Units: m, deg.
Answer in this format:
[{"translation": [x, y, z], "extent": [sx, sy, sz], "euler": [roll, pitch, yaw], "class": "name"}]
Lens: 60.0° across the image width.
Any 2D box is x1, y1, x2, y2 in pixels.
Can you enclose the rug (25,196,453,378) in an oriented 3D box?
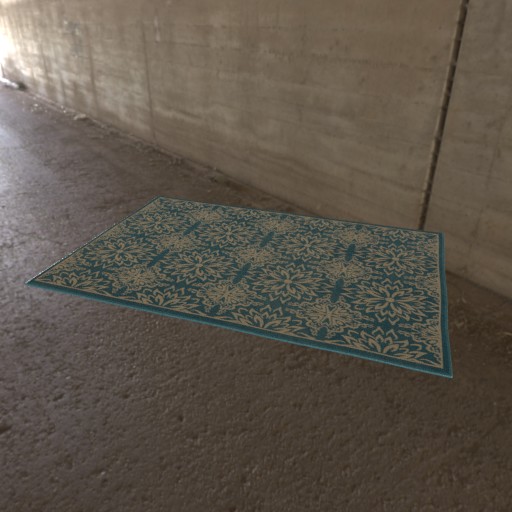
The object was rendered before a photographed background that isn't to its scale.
[{"translation": [0.000, 0.000, 2.273], "extent": [1.833, 0.012, 1.211], "euler": [9, 30, 17], "class": "rug"}]
